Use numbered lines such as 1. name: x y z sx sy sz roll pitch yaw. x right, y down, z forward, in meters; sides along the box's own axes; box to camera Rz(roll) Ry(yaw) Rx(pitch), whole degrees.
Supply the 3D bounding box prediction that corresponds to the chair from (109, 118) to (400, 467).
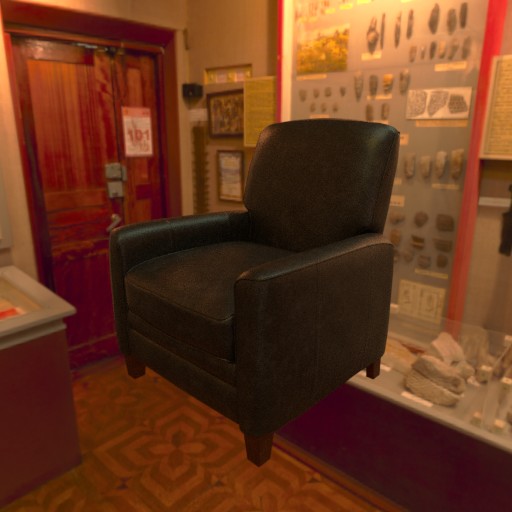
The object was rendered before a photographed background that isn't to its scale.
1. chair: 0.000 0.000 1.688 0.848 1.014 0.864 15 22 42
